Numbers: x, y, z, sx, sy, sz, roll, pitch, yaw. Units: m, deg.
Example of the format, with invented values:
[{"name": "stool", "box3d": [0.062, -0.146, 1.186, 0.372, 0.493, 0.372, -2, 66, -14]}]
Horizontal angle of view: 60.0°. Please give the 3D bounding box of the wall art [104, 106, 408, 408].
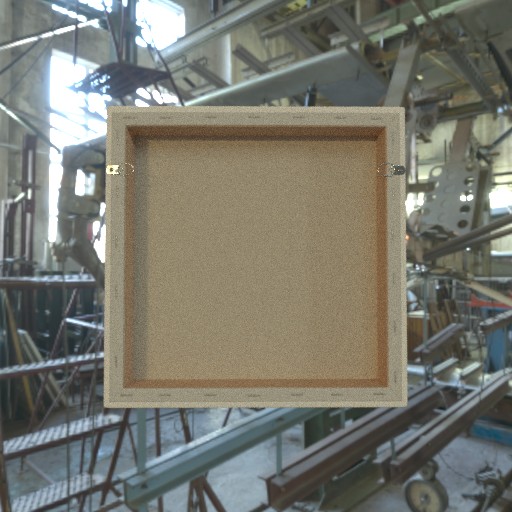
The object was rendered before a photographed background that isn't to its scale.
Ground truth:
[{"name": "wall art", "box3d": [0.000, 0.000, 0.461, 0.303, 0.304, 0.036, 0, -2, -1]}]
